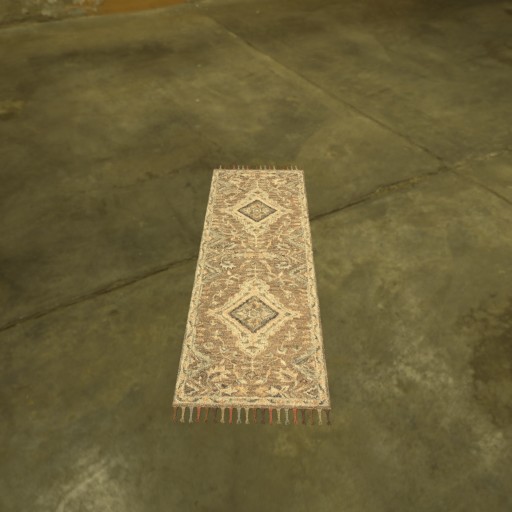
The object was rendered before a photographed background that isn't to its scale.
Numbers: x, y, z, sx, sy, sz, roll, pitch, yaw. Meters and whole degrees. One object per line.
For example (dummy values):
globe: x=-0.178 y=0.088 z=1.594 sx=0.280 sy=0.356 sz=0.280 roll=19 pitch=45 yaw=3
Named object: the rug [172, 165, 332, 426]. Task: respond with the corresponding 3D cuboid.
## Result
rug: x=0.000 y=0.000 z=2.849 sx=1.324 sy=0.018 sz=2.378 roll=12 pitch=43 yaw=13
